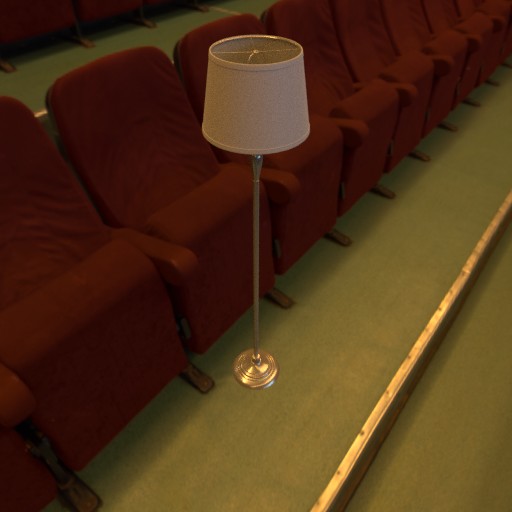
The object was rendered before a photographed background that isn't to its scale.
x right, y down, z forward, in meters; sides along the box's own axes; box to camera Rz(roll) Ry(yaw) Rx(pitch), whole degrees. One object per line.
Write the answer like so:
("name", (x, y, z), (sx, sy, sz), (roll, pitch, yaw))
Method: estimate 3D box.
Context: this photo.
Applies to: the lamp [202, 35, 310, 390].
("lamp", (0.000, 0.000, 1.702), (0.327, 1.506, 0.327), (27, 48, 27))
